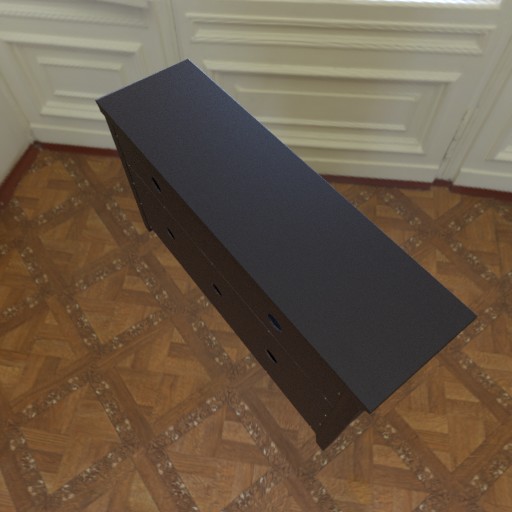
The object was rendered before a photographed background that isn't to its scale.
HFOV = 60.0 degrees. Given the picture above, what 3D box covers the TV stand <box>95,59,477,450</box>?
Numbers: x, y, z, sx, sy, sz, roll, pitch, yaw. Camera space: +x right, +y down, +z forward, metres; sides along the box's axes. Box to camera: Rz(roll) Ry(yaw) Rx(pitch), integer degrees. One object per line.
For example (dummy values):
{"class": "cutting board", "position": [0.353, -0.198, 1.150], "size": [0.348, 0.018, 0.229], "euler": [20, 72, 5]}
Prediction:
{"class": "TV stand", "position": [0.000, 0.000, 1.483], "size": [0.347, 0.681, 1.198], "euler": [-34, 64, -19]}
